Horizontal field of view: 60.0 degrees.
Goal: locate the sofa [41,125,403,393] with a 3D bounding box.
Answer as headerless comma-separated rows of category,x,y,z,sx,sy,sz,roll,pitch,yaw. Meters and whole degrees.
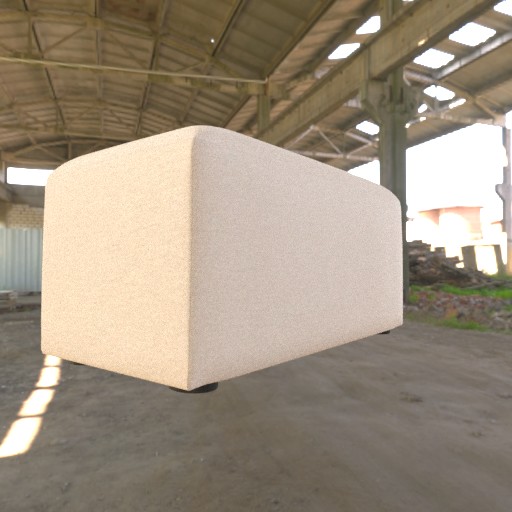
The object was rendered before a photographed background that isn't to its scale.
sofa,0.000,0.000,1.182,0.480,0.470,0.930,-1,-1,38
